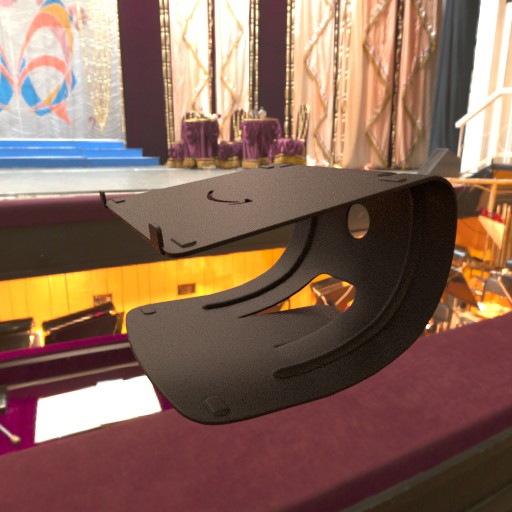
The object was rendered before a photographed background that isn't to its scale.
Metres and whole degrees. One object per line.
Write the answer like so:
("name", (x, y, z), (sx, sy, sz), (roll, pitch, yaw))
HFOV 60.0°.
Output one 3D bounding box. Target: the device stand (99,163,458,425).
("device stand", (0.000, 0.000, 0.407), (0.236, 0.155, 0.256), (-7, 16, -26))
